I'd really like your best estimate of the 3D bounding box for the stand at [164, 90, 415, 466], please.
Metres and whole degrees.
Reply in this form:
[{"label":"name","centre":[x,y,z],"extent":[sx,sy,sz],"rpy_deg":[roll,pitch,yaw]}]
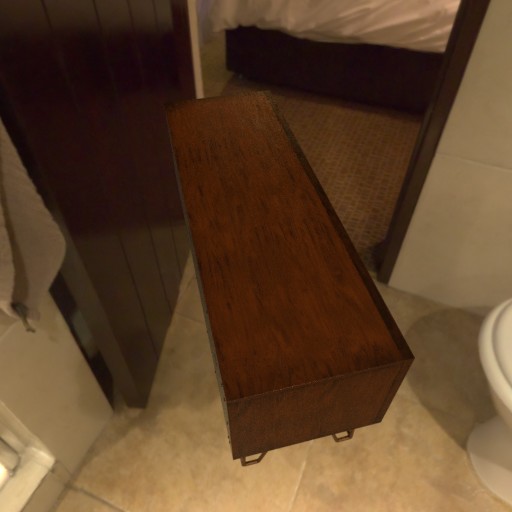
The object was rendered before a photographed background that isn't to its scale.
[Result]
[{"label":"stand","centre":[0.000,0.000,1.716],"extent":[0.481,0.610,1.372],"rpy_deg":[-10,49,-9]}]
